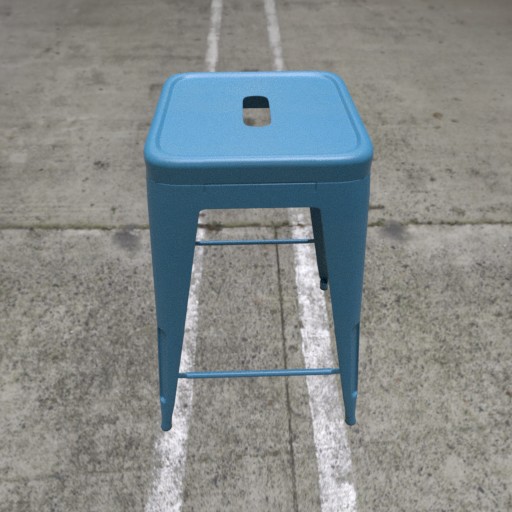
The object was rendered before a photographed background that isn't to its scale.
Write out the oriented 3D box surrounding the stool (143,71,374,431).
[{"bbox_3d":[0.000,0.000,0.872,0.410,0.608,0.410,-1,43,-1],"label":"stool"}]
